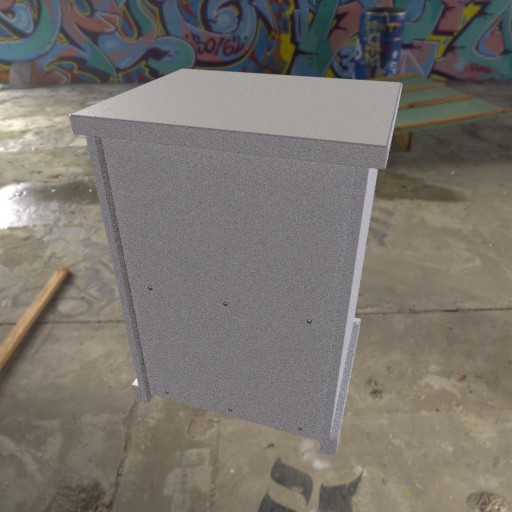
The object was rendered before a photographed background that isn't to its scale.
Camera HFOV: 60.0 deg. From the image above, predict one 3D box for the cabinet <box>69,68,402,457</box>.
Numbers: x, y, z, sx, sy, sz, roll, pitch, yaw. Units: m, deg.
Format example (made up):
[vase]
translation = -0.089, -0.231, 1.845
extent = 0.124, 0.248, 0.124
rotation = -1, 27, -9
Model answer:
[cabinet]
translation = 0.000, 0.000, 1.040
extent = 0.520, 0.723, 0.431
rotation = 10, 34, 15
